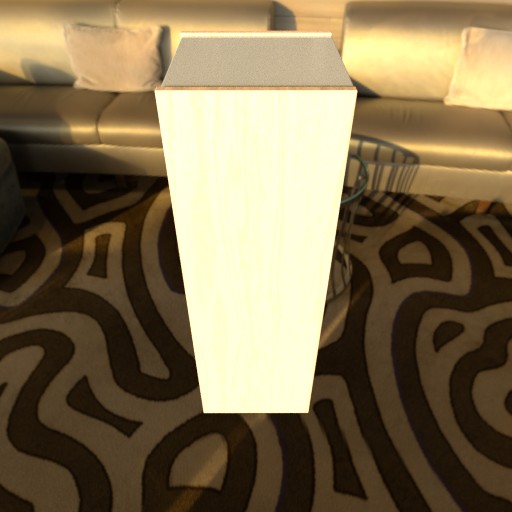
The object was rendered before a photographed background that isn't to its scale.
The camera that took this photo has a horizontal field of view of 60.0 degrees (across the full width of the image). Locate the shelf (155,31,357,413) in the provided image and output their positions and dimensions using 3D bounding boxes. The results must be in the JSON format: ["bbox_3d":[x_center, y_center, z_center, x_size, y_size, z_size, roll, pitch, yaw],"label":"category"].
[{"bbox_3d":[0.000,0.000,1.045,0.290,0.900,0.300,0,42,0],"label":"shelf"}]
